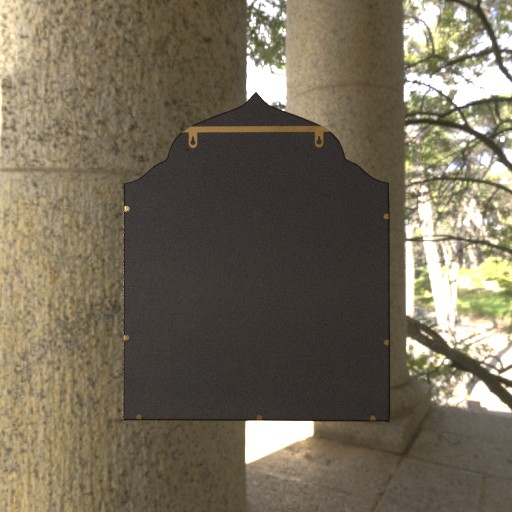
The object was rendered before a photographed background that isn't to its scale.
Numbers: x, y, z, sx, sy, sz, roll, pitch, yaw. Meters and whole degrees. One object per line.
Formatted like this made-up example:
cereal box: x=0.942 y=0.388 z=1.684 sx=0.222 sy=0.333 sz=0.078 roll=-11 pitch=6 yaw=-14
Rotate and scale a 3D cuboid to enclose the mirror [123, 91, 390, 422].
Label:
mirror: x=0.000 y=0.000 z=0.858 sx=0.513 sy=0.635 sz=0.018 roll=0 pitch=-1 yaw=1
